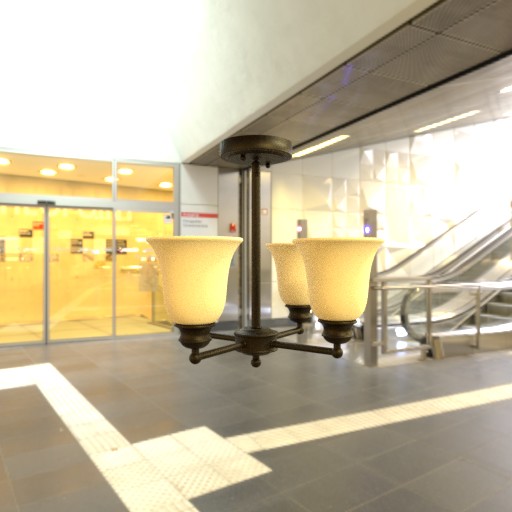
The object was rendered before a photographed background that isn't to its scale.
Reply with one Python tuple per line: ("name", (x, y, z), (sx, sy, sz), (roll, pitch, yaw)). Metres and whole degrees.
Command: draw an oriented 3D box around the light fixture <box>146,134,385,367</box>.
("light fixture", (0.000, 0.000, 1.841), (1.069, 0.925, 1.069), (0, 0, 35))
